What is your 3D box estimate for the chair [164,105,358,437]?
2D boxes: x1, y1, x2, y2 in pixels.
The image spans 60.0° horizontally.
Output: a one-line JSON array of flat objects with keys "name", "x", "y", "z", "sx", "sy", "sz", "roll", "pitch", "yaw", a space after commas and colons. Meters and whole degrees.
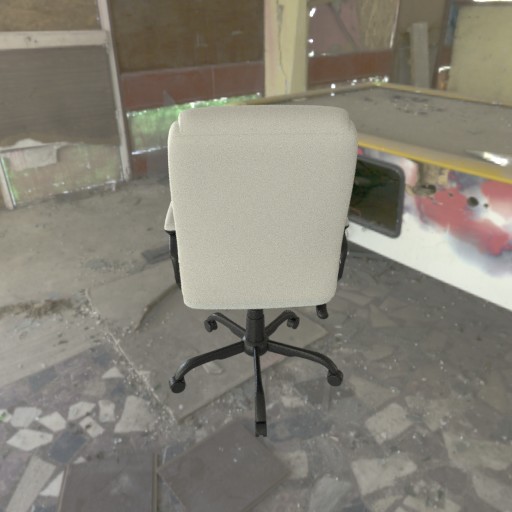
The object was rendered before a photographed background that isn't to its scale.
[{"name": "chair", "x": 0.000, "y": 0.000, "z": 1.481, "sx": 0.663, "sy": 1.065, "sz": 0.669, "roll": -2, "pitch": 29, "yaw": -3}]
